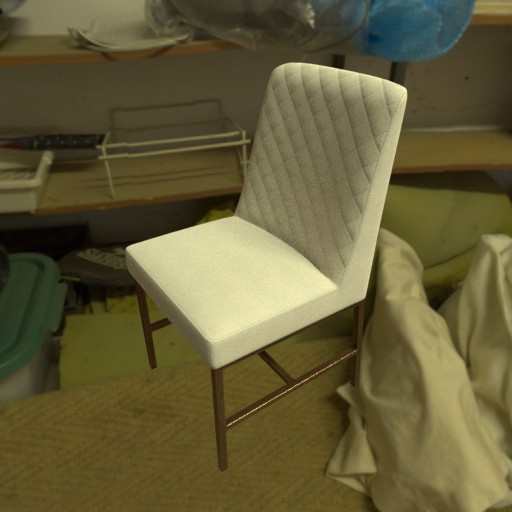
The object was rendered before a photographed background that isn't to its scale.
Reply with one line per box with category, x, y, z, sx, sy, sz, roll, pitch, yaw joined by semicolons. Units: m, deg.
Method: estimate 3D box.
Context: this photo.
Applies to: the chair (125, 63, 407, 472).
chair;0.000;0.000;1.253;0.597;0.933;0.503;-21;38;-29
